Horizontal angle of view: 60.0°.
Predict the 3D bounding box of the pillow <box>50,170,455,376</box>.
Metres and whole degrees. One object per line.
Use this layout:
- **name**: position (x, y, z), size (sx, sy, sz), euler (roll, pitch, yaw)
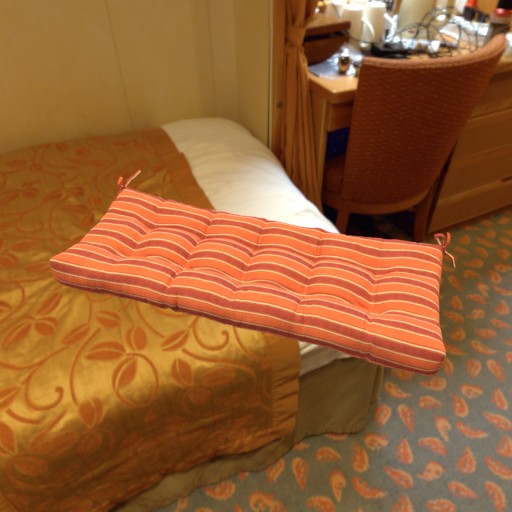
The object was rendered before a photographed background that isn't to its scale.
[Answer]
- **pillow**: position (0.000, 0.000, 1.373), size (1.194, 0.174, 0.511), euler (12, 44, 13)
